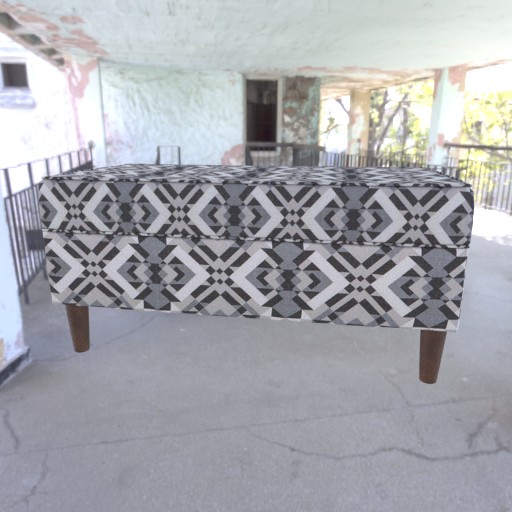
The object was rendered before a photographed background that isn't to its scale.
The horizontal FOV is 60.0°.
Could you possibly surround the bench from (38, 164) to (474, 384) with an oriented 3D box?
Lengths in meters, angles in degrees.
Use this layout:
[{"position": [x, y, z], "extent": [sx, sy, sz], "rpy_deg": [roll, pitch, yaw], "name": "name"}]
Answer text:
[{"position": [0.000, 0.000, 1.266], "extent": [1.016, 0.477, 0.492], "rpy_deg": [3, 16, 10], "name": "bench"}]
